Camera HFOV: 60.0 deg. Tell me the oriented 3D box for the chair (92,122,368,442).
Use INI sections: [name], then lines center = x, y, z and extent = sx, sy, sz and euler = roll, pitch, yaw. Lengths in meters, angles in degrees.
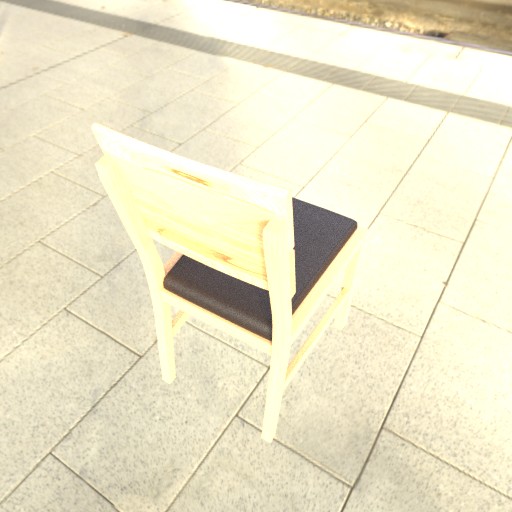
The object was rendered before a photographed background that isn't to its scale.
[chair]
center = 0.000, 0.000, 1.268
extent = 0.475, 0.950, 0.560
euler = 23, 49, 21
